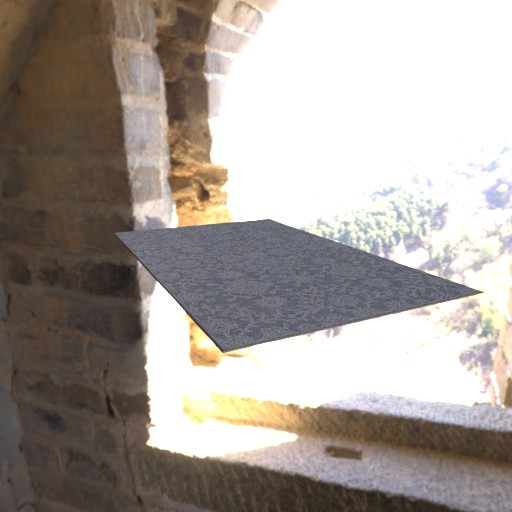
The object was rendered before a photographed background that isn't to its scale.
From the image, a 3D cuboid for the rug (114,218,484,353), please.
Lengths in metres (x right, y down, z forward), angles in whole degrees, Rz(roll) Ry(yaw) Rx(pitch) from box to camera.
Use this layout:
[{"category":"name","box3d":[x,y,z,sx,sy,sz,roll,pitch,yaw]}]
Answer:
[{"category":"rug","box3d":[0.000,0.000,3.092,1.515,0.010,2.430,-8,17,-26]}]
